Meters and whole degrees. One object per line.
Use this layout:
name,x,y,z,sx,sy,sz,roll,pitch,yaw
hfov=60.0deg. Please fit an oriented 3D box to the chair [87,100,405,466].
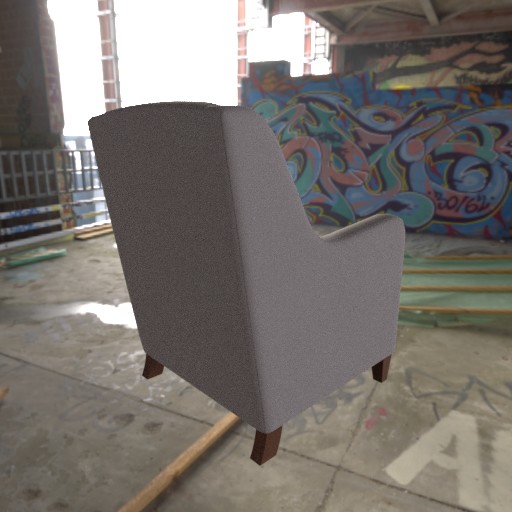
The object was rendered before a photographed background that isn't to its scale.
chair,0.000,0.000,1.588,0.863,1.010,0.715,-14,20,-41
